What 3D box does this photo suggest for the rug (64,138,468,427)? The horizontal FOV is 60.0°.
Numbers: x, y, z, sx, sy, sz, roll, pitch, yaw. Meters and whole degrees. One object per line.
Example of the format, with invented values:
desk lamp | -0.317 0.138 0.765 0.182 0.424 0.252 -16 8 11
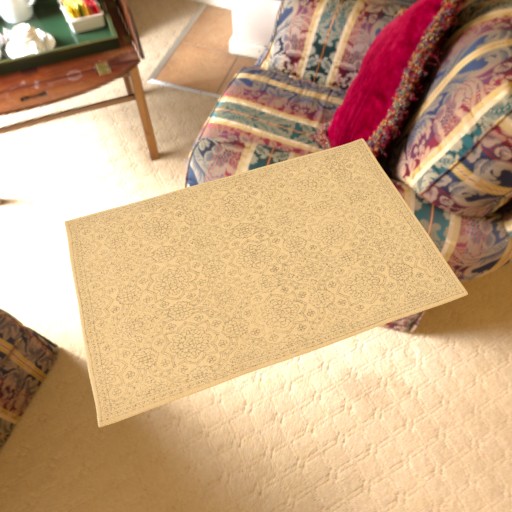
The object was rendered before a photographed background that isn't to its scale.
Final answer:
rug | 0.000 0.000 3.066 2.434 0.023 1.518 -17 60 -10
